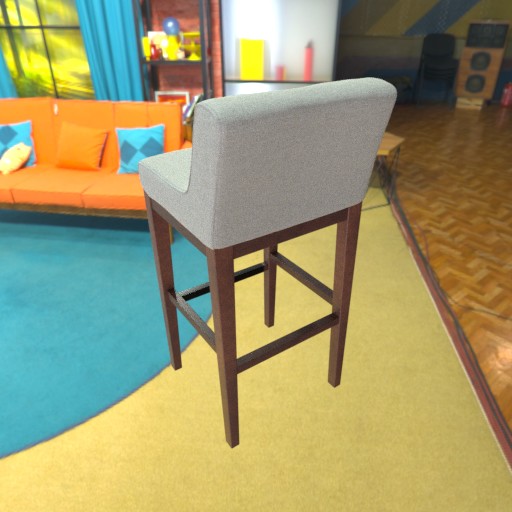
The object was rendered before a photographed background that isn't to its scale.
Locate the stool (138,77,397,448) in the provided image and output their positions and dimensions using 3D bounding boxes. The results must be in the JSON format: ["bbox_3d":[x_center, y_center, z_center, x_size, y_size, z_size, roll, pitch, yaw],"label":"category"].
[{"bbox_3d":[0.000,0.000,1.357,0.511,1.037,0.500,-20,36,-29],"label":"stool"}]
